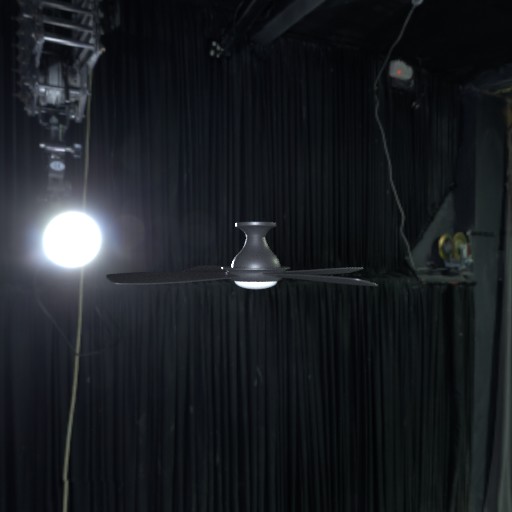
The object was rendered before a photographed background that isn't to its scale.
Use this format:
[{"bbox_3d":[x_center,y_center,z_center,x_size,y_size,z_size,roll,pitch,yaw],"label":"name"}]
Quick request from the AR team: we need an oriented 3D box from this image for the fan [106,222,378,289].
[{"bbox_3d":[0.000,0.000,2.572,1.694,0.382,1.694,0,1,-35],"label":"fan"}]
